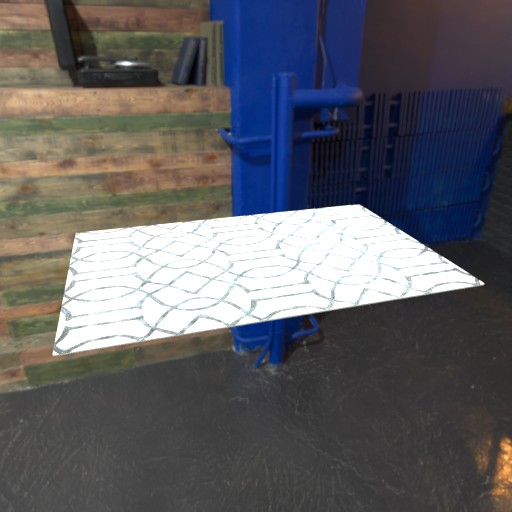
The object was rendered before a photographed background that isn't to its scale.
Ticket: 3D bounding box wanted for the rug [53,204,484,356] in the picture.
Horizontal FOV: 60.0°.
[{"bbox_3d":[0.000,0.000,2.963,2.365,0.017,1.521,-7,26,-15],"label":"rug"}]
